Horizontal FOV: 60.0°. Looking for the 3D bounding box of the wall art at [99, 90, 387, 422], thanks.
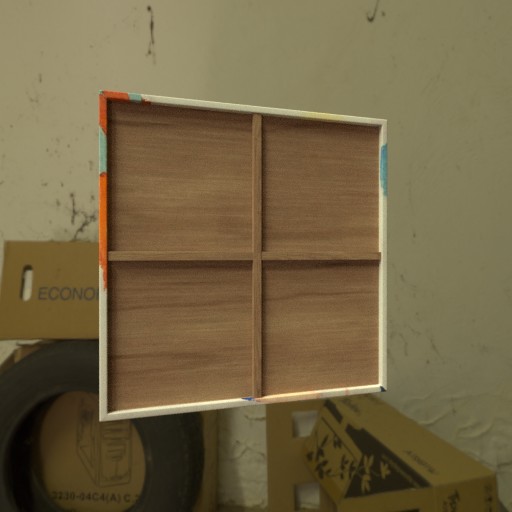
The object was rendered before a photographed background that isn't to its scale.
[{"bbox_3d":[0.000,0.000,1.527,1.017,1.017,0.044,0,0,-17],"label":"wall art"}]
